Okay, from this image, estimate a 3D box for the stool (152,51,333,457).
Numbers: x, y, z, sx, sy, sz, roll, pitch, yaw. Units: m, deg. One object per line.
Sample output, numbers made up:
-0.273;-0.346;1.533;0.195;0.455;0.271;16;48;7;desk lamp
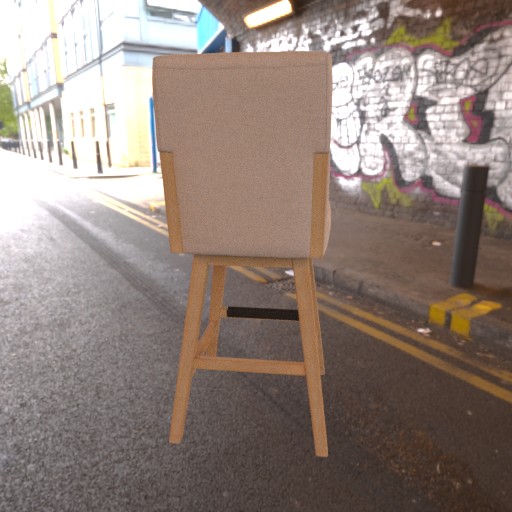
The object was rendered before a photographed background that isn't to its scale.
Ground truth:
0.000;0.000;1.292;0.446;1.015;0.543;2;15;7;stool
